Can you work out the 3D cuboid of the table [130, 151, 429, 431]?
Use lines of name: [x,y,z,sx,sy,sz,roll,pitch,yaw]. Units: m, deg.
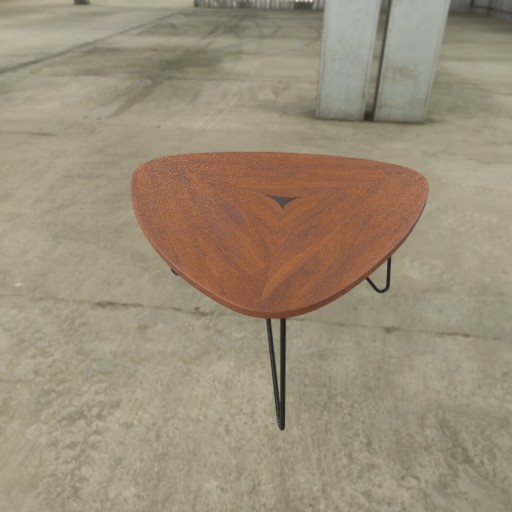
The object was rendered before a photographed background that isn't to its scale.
table: [0.000,0.000,1.305,0.821,0.413,0.833,21,38,29]
